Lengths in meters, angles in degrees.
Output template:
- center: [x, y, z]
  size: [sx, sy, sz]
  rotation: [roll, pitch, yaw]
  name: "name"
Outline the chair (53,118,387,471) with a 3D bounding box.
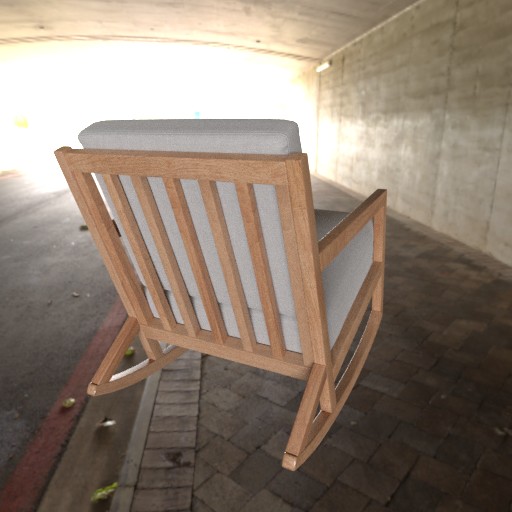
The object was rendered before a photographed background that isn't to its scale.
- center: [0.000, 0.000, 1.349]
  size: [0.622, 0.790, 0.857]
  rotation: [8, 18, 26]
  name: "chair"
